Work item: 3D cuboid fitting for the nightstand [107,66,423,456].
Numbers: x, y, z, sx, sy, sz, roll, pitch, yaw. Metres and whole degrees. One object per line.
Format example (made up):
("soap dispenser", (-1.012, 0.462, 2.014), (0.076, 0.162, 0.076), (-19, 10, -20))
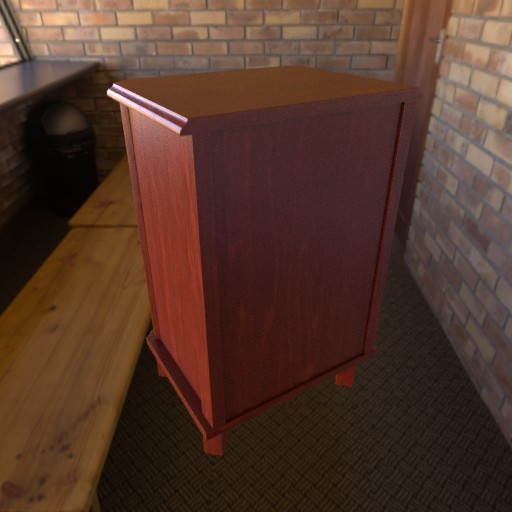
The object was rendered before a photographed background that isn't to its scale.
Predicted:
("nightstand", (0.000, 0.000, 0.926), (0.435, 0.681, 0.351), (-17, 34, -27))
